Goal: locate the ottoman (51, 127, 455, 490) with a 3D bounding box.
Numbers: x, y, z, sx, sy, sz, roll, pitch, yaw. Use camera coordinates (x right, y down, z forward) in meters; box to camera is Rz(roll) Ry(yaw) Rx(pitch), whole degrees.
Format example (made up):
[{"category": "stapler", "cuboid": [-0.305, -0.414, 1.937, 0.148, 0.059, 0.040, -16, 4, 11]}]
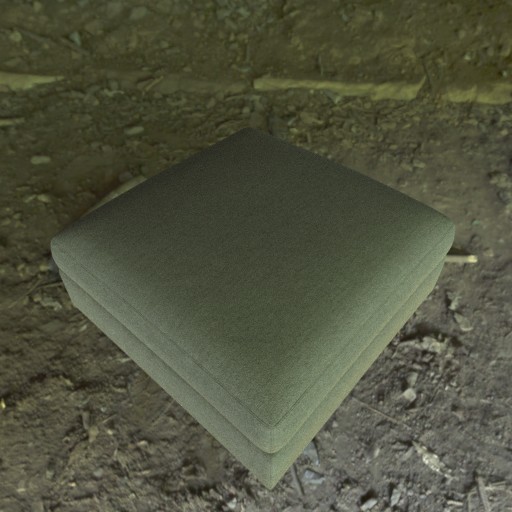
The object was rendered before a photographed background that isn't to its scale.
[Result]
[{"category": "ottoman", "cuboid": [0.000, 0.000, 1.608, 1.041, 0.470, 1.041, 32, 52, 29]}]
